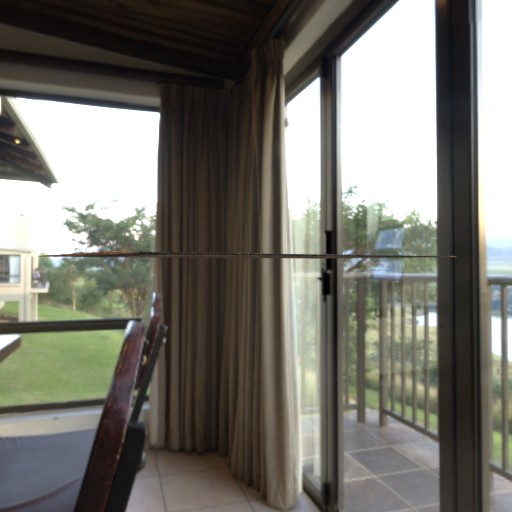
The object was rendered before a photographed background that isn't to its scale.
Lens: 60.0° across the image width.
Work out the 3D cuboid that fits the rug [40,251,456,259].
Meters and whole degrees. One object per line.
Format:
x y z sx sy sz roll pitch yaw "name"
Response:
0.000 0.000 1.870 1.541 0.013 0.920 1 -1 -36 "rug"
